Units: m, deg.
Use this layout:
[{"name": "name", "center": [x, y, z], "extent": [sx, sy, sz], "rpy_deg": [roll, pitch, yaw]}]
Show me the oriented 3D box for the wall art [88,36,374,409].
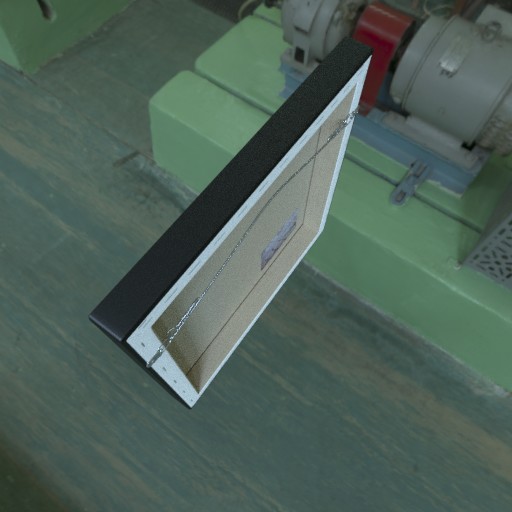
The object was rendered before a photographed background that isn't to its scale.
[{"name": "wall art", "center": [0.000, 0.000, 0.601], "extent": [0.041, 0.407, 0.406], "rpy_deg": [33, 68, 15]}]
